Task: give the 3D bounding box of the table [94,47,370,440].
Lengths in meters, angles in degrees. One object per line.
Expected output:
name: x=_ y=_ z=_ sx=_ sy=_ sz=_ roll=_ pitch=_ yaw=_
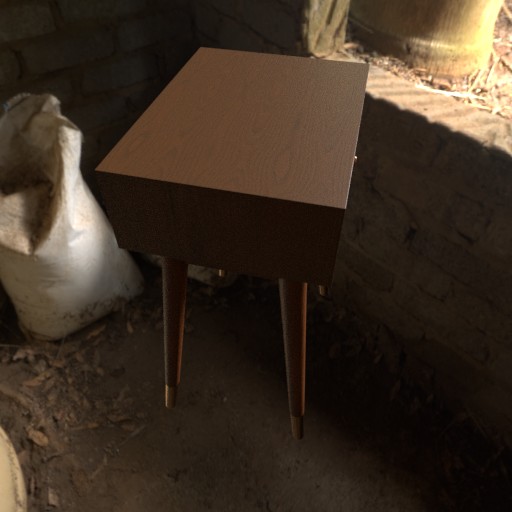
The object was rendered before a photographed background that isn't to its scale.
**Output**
table: x=0.000 y=0.000 z=0.839 sx=0.300 sy=0.599 sz=0.406 roll=10 pitch=47 yaw=10
